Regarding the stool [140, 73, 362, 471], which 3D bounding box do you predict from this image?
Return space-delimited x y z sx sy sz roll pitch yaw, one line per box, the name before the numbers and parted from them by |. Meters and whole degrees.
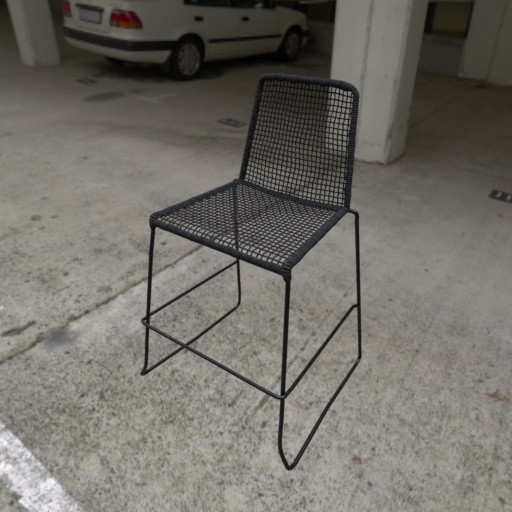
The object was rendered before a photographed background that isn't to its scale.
stool | 0.000 0.000 1.265 0.590 0.905 0.509 20 37 30
